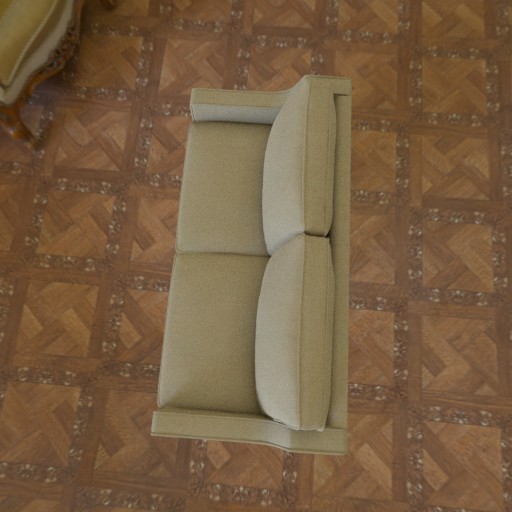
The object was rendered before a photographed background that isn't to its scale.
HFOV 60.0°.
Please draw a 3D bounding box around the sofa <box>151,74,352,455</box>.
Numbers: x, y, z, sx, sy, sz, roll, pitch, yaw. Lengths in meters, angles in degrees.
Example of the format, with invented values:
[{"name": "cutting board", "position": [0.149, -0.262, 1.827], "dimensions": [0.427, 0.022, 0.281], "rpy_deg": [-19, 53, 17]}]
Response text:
[{"name": "sofa", "position": [0.000, 0.000, 2.833], "dimensions": [1.066, 1.071, 2.178], "rpy_deg": [4, 75, 1]}]
